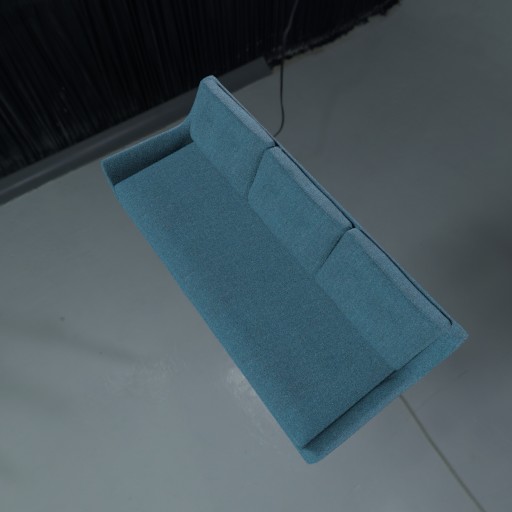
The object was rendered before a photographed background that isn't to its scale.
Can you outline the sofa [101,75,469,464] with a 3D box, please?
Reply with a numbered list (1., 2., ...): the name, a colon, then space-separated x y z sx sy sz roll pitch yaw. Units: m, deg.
1. sofa: 0.000 0.000 2.501 0.849 0.837 2.060 -33 68 -16
